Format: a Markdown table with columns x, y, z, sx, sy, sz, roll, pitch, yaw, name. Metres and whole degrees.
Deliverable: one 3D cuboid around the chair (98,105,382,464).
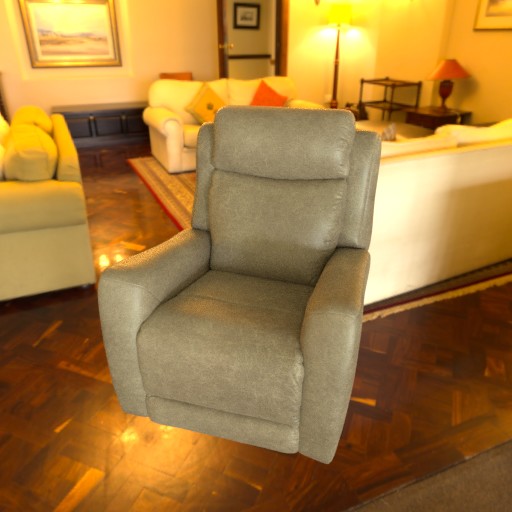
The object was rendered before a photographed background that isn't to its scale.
| x | y | z | sx | sy | sz | roll | pitch | yaw | name |
| --- | --- | --- | --- | --- | --- | --- | --- | --- | --- |
| 0.000 | 0.000 | 1.904 | 0.967 | 1.116 | 1.068 | 8 | 27 | 15 | chair |
